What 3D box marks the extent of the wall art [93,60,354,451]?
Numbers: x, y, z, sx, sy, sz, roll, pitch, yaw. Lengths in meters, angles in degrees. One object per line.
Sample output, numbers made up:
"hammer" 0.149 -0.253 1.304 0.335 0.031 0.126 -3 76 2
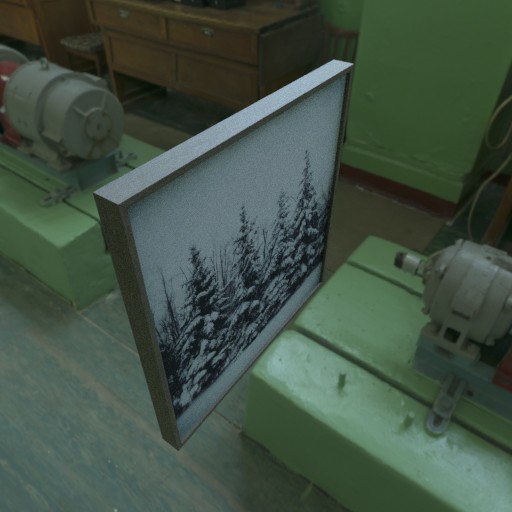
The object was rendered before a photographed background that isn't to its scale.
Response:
"wall art" 0.000 0.000 0.755 0.037 0.507 0.507 25 47 26
